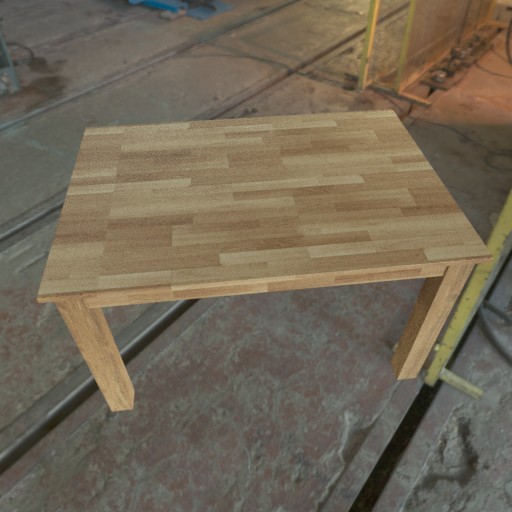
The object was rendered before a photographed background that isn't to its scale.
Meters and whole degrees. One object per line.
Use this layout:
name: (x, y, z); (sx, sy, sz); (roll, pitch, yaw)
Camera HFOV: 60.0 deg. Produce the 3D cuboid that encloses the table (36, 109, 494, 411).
table: (0.000, 0.000, 1.828); (1.300, 0.750, 0.900); (-5, 46, -5)
